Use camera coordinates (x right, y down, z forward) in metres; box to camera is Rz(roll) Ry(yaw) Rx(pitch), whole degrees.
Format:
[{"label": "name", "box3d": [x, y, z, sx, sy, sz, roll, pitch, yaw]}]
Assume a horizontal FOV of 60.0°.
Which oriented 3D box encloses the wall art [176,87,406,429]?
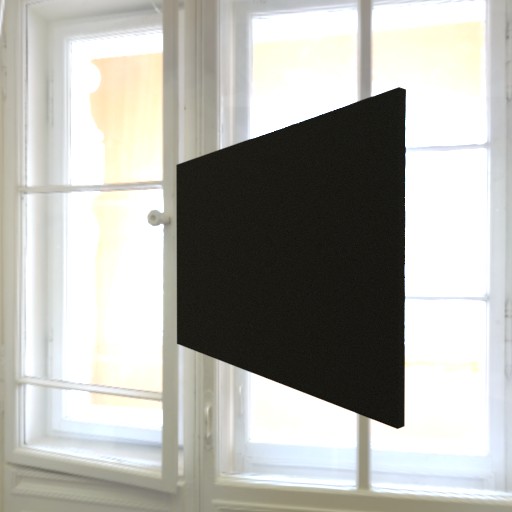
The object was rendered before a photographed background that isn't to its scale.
[{"label": "wall art", "box3d": [0.000, 0.000, 1.250, 0.049, 0.659, 0.964, -1, 1, -34]}]
